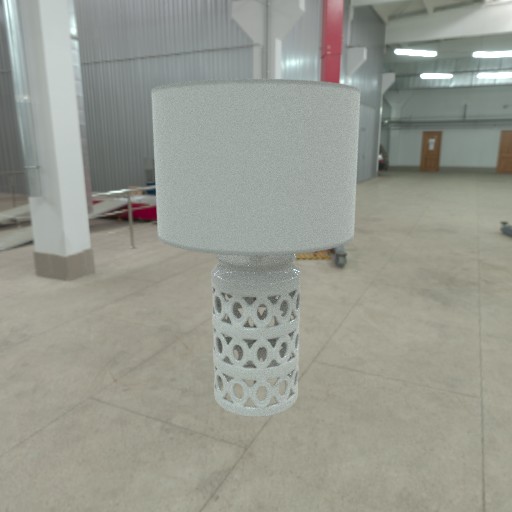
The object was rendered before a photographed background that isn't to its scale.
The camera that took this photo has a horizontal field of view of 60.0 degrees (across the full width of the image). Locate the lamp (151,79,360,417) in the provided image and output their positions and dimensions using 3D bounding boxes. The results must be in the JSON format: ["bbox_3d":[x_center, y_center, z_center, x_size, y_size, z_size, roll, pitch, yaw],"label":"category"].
[{"bbox_3d":[0.000,0.000,0.725,0.310,0.502,0.310,0,14,0],"label":"lamp"}]
